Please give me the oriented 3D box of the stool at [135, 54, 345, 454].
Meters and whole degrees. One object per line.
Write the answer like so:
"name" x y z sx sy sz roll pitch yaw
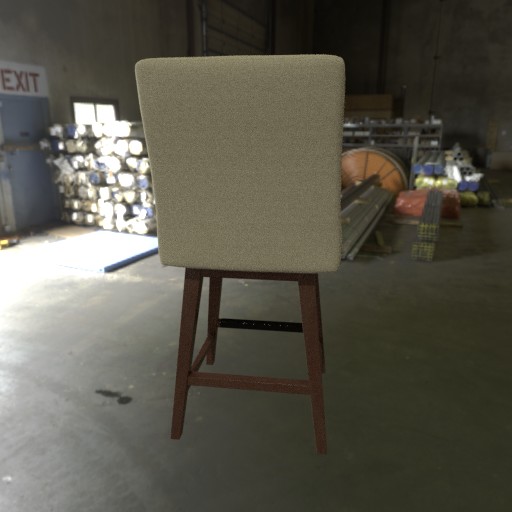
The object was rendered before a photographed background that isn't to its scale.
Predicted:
"stool" 0.000 0.000 1.274 0.483 0.991 0.559 2 17 8
